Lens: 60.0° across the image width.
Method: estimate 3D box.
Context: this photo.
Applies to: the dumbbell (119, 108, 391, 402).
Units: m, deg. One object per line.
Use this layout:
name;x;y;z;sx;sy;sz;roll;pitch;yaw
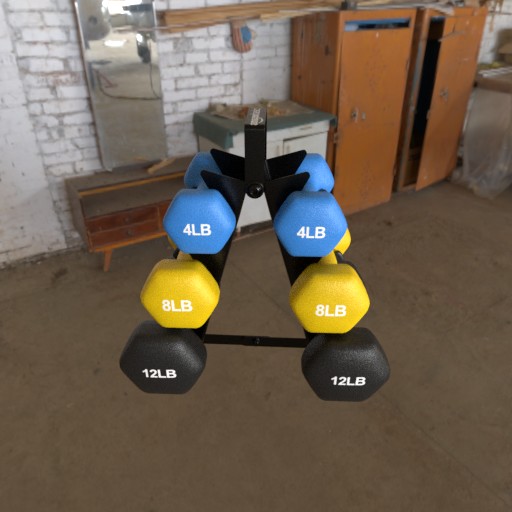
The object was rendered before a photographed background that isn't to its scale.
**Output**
dumbbell;0.000;0.000;0.687;0.409;0.426;0.255;2;31;3
